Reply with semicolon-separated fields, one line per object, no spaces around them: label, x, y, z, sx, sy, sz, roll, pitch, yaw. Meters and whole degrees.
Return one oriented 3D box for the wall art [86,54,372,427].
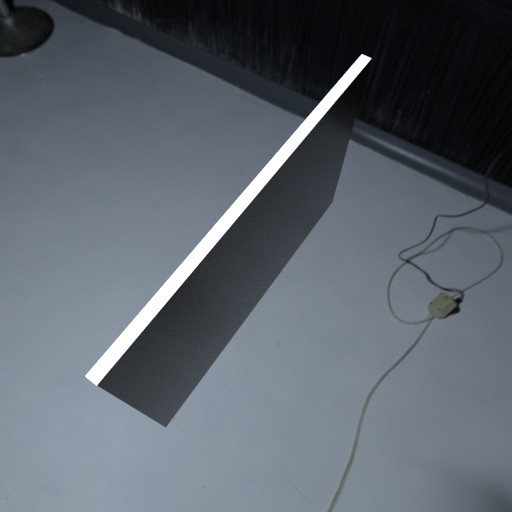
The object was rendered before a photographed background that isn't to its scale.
wall art;0.000;0.000;1.162;0.027;0.610;0.932;32;67;15
